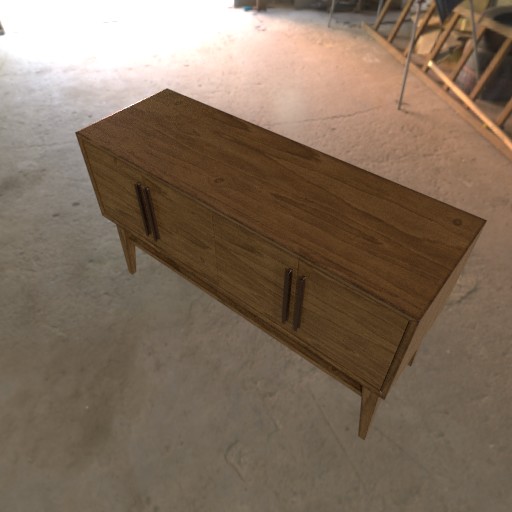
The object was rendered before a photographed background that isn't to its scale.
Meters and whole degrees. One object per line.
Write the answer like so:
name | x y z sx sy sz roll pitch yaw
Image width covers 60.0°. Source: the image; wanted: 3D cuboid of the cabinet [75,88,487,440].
cabinet | 0.000 0.000 1.760 1.363 0.802 0.477 30 53 26
